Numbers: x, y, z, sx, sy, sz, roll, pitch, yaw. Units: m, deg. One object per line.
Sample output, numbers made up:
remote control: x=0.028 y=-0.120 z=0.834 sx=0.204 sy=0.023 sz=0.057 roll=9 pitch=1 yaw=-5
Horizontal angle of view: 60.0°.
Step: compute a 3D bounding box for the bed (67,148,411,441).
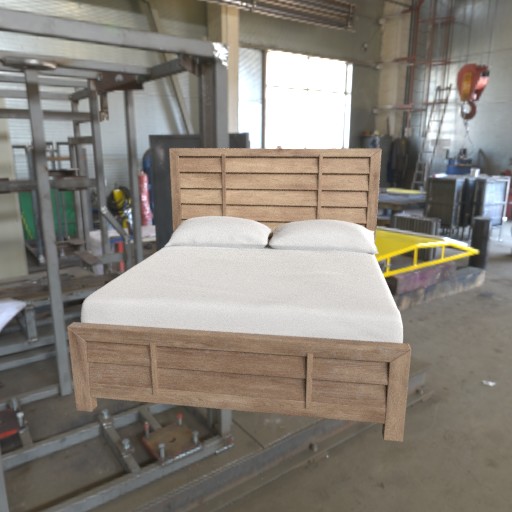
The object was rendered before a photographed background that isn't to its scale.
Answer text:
bed: x=0.000 y=0.000 z=3.491 sx=2.032 sy=1.626 sz=2.062 roll=2 pitch=14 yaw=9
